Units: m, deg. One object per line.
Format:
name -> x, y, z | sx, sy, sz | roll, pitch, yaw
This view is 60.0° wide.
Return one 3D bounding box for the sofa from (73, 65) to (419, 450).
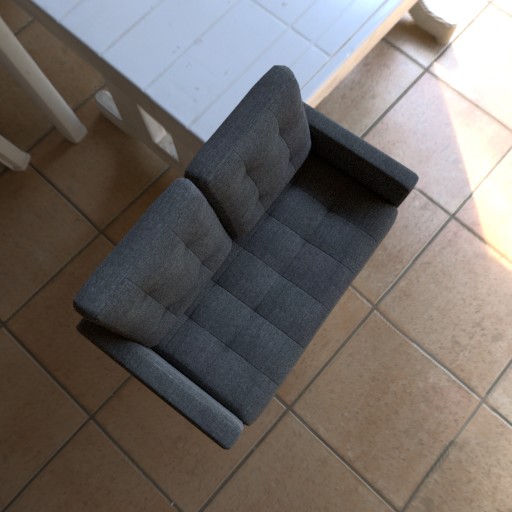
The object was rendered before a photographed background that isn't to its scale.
sofa -> 0.000, 0.000, 1.972 | 0.842, 0.907, 1.407 | 36, 78, 9
